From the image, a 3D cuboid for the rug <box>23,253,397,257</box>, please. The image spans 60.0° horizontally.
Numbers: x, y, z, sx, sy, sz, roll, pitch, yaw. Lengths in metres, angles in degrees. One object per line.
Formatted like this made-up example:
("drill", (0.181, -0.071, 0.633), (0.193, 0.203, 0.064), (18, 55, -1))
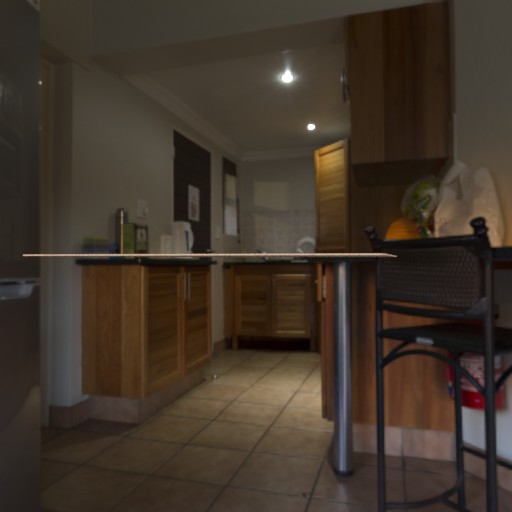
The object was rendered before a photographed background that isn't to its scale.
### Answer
("rug", (0.000, 0.000, 4.104), (2.439, 0.013, 3.048), (0, 0, 19))
